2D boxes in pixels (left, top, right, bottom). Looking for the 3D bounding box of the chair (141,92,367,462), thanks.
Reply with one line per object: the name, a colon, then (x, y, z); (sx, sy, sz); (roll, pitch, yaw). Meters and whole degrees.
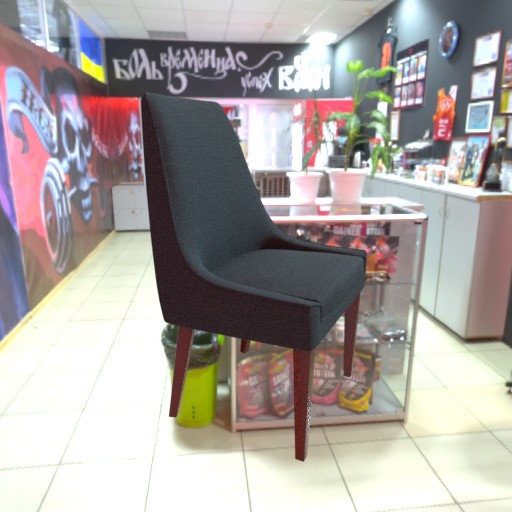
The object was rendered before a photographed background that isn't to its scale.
chair: (0.000, 0.000, 1.246); (0.544, 0.861, 0.529); (7, 16, 25)
